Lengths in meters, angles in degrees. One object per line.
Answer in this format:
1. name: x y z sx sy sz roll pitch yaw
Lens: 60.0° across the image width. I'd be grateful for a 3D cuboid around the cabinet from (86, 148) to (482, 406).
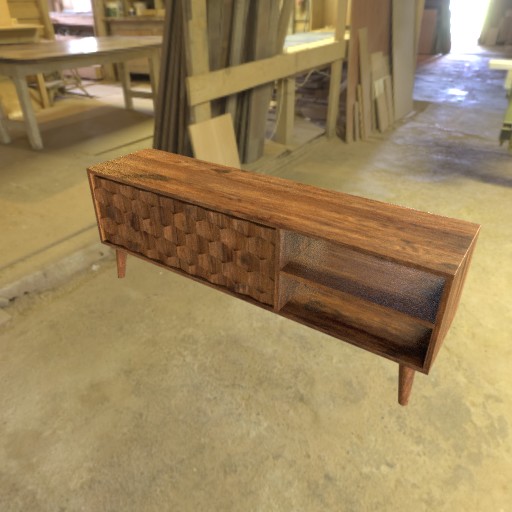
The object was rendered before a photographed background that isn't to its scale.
1. cabinet: 0.000 0.000 1.729 1.448 0.528 0.349 19 35 29
